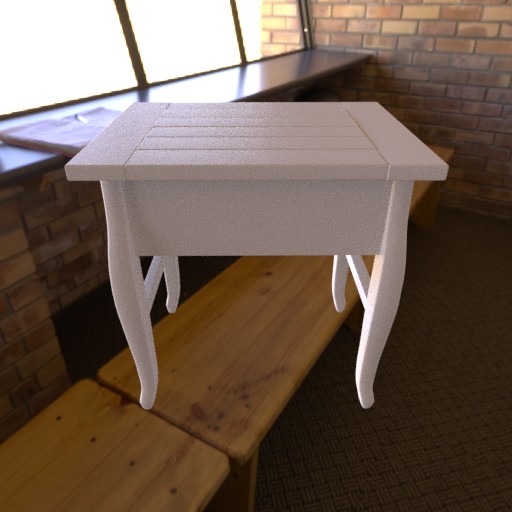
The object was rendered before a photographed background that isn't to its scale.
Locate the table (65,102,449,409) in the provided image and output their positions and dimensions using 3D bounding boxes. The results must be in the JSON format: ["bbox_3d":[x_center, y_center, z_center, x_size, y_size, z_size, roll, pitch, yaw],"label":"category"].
[{"bbox_3d":[0.000,0.000,1.040,0.599,0.605,0.463,0,31,0],"label":"table"}]
